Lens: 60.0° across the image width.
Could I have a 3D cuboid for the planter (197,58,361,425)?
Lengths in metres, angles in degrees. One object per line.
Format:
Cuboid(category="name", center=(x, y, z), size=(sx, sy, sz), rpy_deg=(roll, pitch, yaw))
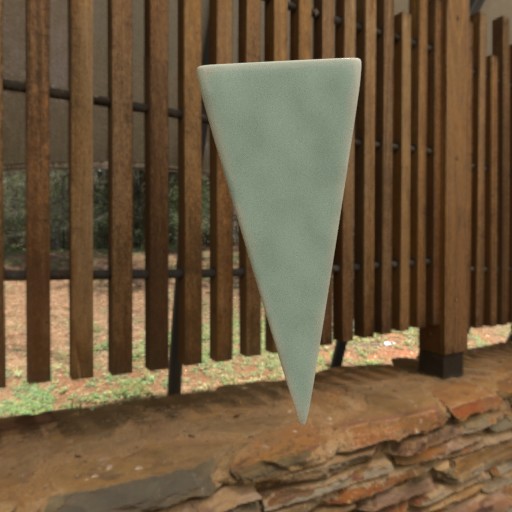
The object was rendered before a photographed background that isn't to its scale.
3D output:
Cuboid(category="planter", center=(0.000, 0.000, 0.215), size=(0.064, 0.178, 0.080), rpy_deg=(0, 0, -36))
